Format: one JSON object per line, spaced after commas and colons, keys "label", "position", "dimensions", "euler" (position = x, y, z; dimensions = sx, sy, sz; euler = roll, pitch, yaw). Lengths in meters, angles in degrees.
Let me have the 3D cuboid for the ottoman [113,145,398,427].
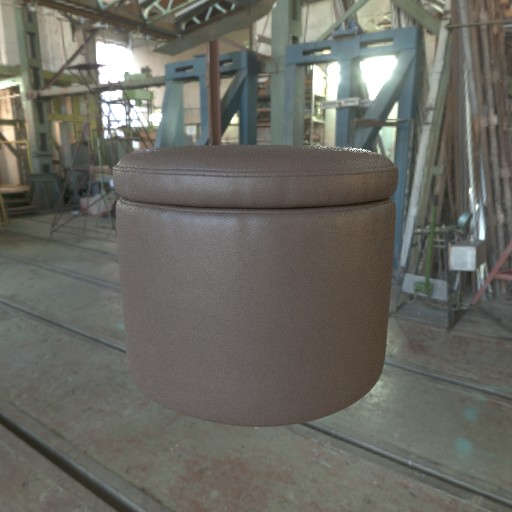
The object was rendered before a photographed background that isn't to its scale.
{"label": "ottoman", "position": [0.000, 0.000, 0.844], "dimensions": [0.500, 0.409, 0.500], "euler": [0, 14, 0]}
